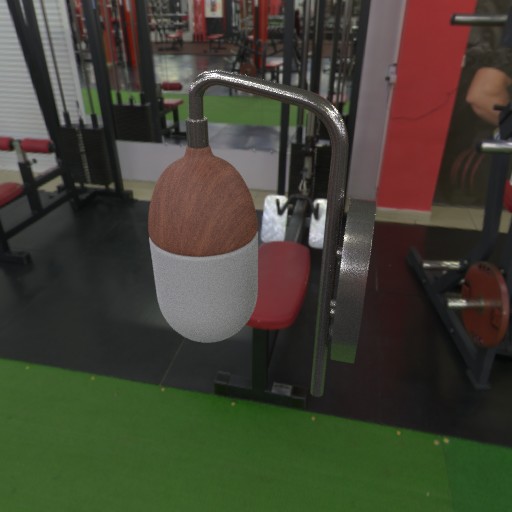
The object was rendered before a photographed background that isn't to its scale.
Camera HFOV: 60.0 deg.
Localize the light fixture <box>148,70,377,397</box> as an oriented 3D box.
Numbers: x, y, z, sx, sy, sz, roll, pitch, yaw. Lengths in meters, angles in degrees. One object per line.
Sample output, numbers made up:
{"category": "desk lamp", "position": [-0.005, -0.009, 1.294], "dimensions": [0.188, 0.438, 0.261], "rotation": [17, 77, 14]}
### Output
{"category": "light fixture", "position": [0.000, 0.000, 0.442], "dimensions": [0.216, 0.343, 0.108], "rotation": [8, 31, 13]}
